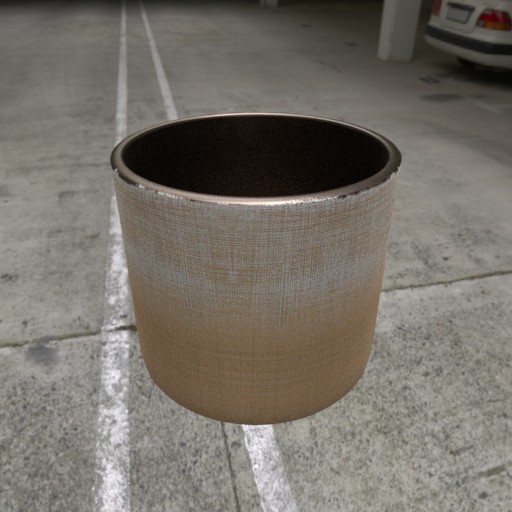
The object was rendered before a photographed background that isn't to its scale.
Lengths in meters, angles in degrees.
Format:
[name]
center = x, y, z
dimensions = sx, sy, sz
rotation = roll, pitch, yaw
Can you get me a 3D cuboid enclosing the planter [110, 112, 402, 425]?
[planter]
center = 0.000, 0.000, 0.392
dimensions = 0.221, 0.201, 0.221
rotation = 0, 31, 0
